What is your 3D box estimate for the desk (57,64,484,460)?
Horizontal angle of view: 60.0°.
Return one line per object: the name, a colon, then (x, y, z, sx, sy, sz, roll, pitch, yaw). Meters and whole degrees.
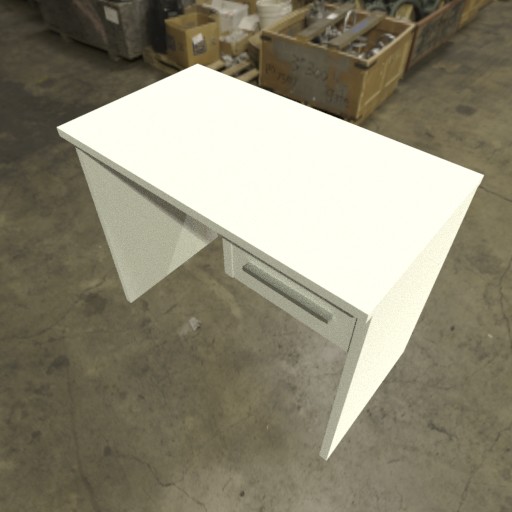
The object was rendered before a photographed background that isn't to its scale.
desk: (0.000, 0.000, 1.313, 0.900, 0.729, 0.498, 32, 54, 27)
